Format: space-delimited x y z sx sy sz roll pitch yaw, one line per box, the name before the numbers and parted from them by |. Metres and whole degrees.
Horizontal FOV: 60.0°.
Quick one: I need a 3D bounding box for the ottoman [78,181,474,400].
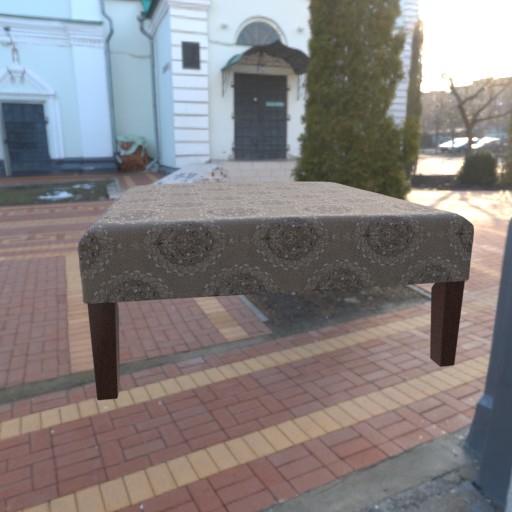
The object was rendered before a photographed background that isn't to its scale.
ottoman | 0.000 0.000 1.415 0.890 0.411 0.889 -3 15 -10
